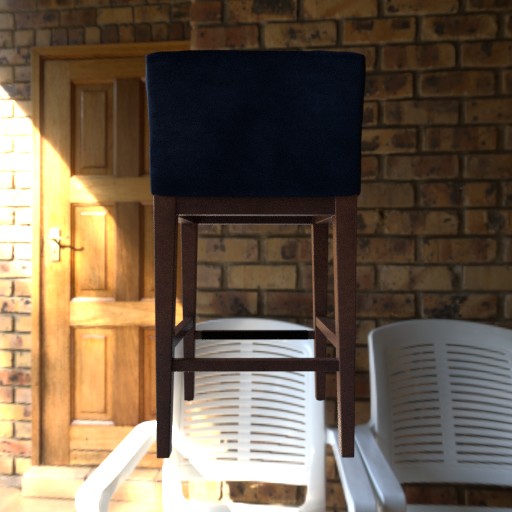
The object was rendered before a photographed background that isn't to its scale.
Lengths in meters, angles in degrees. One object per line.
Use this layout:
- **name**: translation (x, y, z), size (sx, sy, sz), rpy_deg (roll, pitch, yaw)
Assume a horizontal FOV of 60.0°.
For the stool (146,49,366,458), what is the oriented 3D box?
- **stool**: translation (0.000, 0.000, 1.238), size (0.511, 0.945, 0.516), rpy_deg (0, 0, 0)
